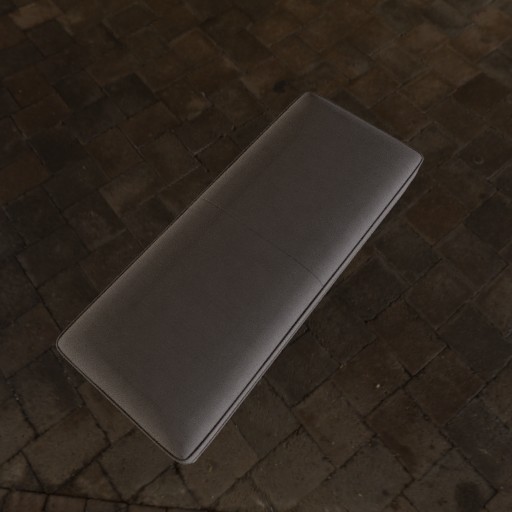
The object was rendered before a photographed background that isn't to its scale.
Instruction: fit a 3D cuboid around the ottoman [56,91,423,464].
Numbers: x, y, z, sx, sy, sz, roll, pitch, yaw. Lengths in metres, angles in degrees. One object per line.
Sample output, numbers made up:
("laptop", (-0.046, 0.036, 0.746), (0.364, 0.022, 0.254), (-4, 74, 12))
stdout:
("ottoman", (0.000, 0.000, 2.105), (0.751, 0.470, 1.764), (36, 70, 15))
